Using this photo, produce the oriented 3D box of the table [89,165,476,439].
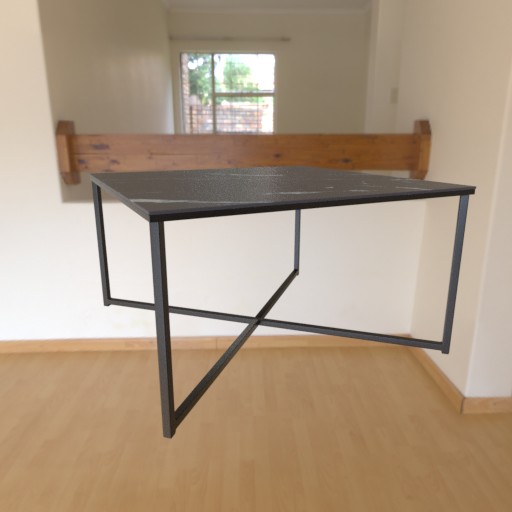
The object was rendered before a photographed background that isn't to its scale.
[{"bbox_3d":[0.000,0.000,1.310,0.800,0.450,0.800,-8,17,-26],"label":"table"}]
